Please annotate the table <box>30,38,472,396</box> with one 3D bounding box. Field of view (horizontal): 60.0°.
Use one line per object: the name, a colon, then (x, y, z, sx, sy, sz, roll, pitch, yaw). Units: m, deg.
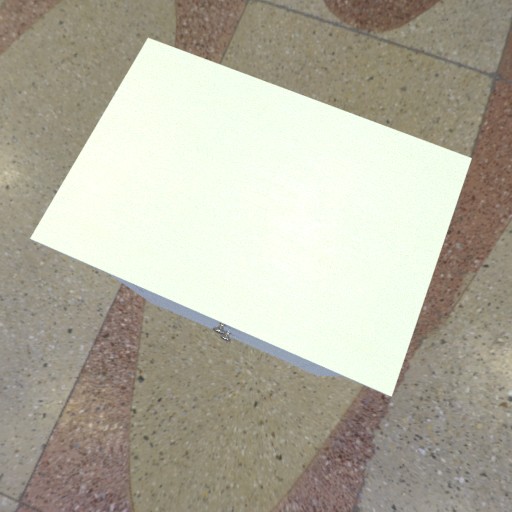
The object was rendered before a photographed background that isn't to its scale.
table: (0.000, 0.000, 1.046, 0.589, 0.711, 0.406, 23, 76, 6)
